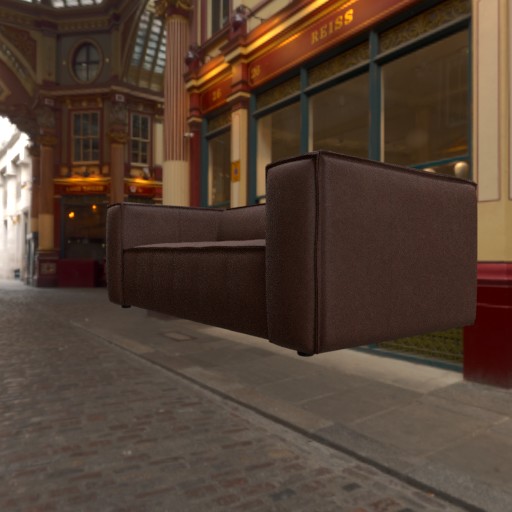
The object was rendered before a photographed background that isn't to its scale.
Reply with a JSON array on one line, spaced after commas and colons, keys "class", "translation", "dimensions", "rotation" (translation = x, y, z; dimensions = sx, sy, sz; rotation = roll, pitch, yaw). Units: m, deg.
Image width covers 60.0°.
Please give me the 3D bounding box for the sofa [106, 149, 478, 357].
[{"class": "sofa", "translation": [0.000, 0.000, 2.536], "dimensions": [1.102, 0.703, 2.088], "rotation": [0, 0, -37]}]
